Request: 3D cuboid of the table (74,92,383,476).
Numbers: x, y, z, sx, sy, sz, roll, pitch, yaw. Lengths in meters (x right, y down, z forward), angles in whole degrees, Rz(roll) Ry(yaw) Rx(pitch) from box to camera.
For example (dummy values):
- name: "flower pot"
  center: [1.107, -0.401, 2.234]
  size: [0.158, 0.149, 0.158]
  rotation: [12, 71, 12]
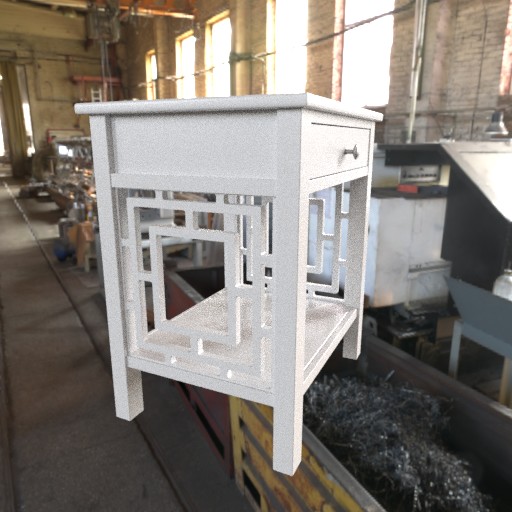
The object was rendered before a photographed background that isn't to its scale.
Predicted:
- name: "table"
  center: [0.000, 0.000, 1.025]
  size: [0.451, 0.646, 0.564]
  rotation: [7, 16, 25]
